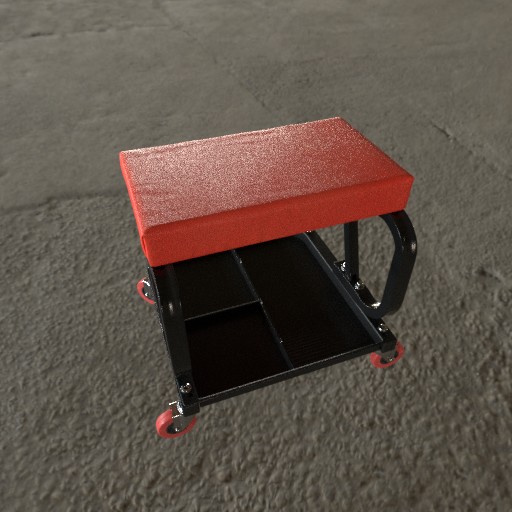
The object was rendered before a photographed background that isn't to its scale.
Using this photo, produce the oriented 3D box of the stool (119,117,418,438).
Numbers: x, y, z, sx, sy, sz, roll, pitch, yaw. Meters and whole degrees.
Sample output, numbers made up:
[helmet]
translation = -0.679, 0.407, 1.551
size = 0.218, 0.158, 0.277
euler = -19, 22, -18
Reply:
[stool]
translation = 0.000, 0.000, 0.760
size = 0.446, 0.380, 0.371
euler = -13, 43, -15
